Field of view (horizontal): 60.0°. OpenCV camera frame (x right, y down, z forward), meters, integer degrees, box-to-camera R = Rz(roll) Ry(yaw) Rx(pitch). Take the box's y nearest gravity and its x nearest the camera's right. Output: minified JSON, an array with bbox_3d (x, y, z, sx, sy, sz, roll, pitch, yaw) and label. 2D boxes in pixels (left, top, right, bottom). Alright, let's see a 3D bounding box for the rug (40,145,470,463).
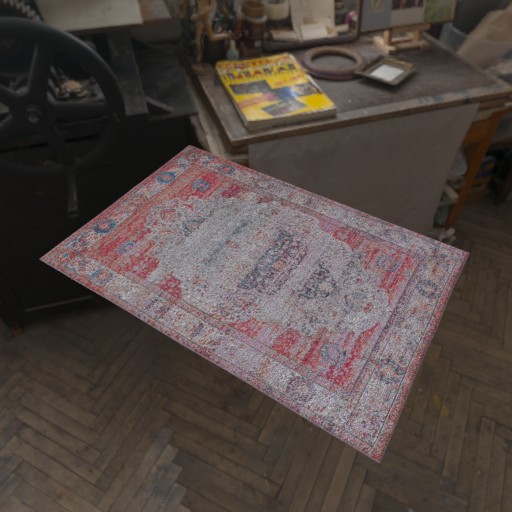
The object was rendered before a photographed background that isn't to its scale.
[{"bbox_3d":[0.000,0.000,2.262,1.829,0.006,1.219,25,52,21],"label":"rug"}]
